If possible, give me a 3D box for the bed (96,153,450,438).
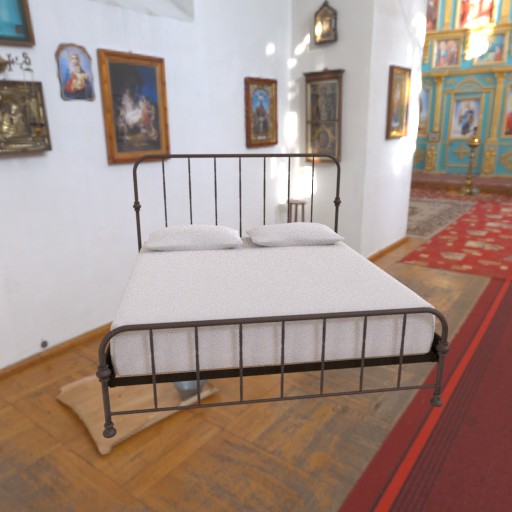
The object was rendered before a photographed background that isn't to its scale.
[{"bbox_3d":[0.000,0.000,3.417,2.044,1.446,2.134,-2,16,-8],"label":"bed"}]
